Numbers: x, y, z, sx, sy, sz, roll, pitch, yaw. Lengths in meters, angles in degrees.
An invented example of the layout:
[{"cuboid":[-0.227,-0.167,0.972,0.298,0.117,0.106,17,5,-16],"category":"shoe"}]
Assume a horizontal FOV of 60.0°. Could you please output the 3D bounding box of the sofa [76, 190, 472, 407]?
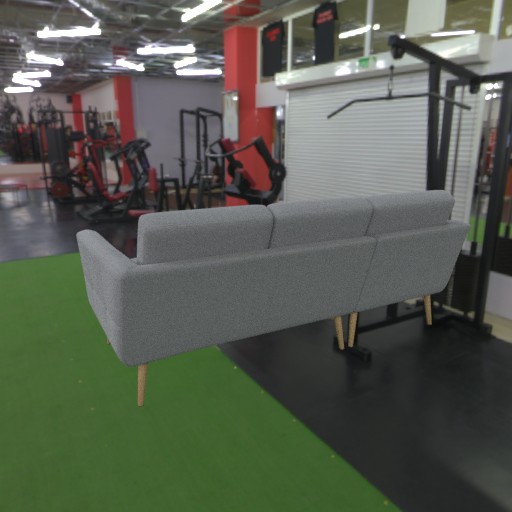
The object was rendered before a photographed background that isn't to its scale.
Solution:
[{"cuboid":[0.000,0.000,2.770,2.040,0.860,1.530,-8,17,-28],"category":"sofa"}]
